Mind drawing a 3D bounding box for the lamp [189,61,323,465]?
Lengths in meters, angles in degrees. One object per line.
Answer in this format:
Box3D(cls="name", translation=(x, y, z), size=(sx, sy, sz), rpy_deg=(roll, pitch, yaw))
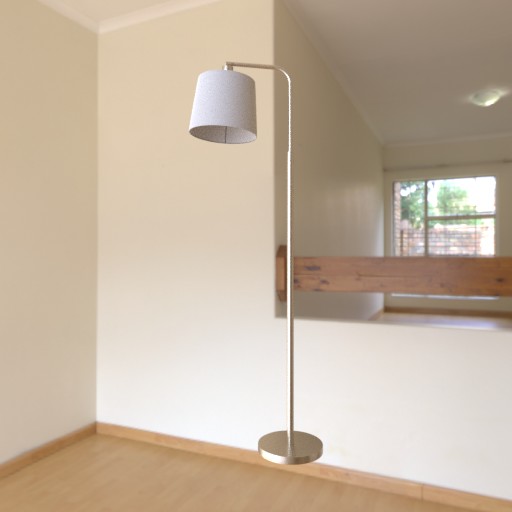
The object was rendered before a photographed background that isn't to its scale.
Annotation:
Box3D(cls="lamp", translation=(0.000, 0.000, 1.687), size=(0.508, 1.478, 0.254), rpy_deg=(0, 0, 0))
